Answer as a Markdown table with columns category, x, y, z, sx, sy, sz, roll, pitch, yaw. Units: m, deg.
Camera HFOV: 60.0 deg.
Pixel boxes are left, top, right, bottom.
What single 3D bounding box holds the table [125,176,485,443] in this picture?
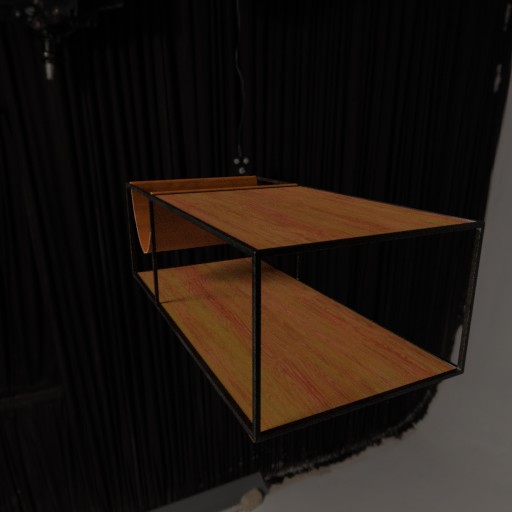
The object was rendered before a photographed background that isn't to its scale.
| category | x | y | z | sx | sy | sz | roll | pitch | yaw |
| --- | --- | --- | --- | --- | --- | --- | --- | --- | --- |
| table | 0.000 | 0.000 | 1.473 | 0.597 | 0.403 | 1.199 | -8 | 18 | -25 |
